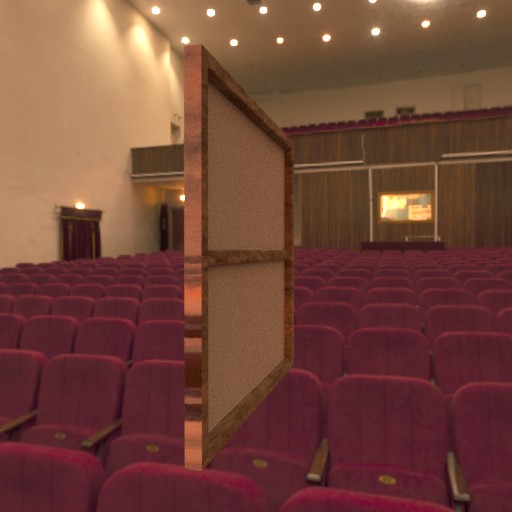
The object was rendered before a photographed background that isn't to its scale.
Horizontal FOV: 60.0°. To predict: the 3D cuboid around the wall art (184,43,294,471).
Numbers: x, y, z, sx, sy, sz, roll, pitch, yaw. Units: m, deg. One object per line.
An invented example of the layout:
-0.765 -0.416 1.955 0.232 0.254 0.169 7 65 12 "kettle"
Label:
0.000 0.000 1.132 0.035 0.747 0.747 0 1 17 "wall art"
